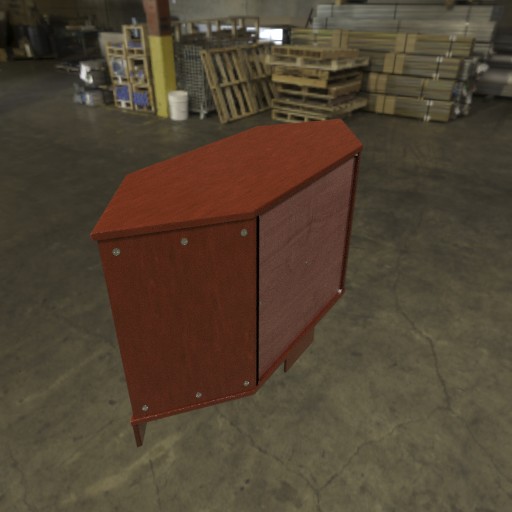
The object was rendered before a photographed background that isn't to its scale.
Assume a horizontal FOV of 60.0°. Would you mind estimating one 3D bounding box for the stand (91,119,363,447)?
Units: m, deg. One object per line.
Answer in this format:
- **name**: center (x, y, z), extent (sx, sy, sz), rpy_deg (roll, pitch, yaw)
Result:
- **stand**: center (0.000, 0.000, 1.350), extent (0.381, 0.614, 1.072), rpy_deg (19, 35, 29)
